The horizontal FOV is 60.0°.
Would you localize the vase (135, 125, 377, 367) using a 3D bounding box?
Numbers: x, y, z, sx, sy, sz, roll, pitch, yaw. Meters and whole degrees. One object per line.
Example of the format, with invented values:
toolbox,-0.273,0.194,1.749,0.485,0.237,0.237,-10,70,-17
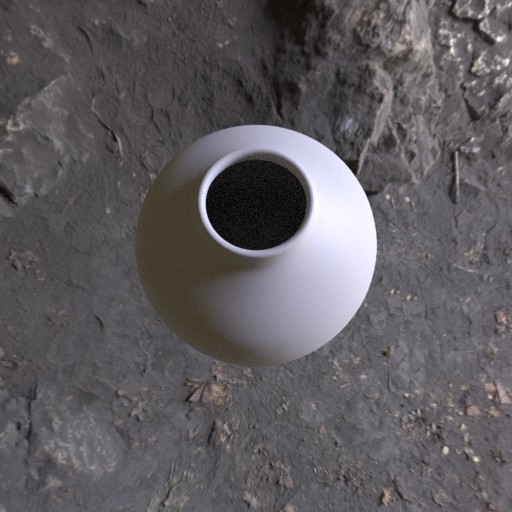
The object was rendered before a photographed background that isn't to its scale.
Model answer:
vase,0.000,0.000,0.349,0.169,0.237,0.169,0,75,0
